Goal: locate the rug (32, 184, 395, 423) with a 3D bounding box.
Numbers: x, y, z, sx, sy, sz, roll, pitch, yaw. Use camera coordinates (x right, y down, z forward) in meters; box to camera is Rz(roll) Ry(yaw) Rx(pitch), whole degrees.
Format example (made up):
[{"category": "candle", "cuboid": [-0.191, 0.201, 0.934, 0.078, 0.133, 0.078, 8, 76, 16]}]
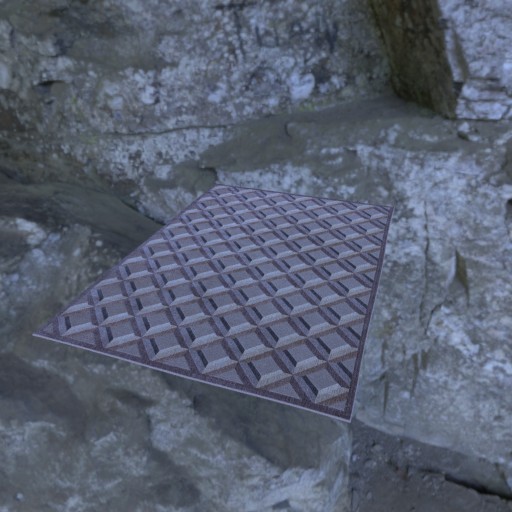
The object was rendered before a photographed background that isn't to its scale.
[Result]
[{"category": "rug", "cuboid": [0.000, 0.000, 2.918, 1.600, 0.013, 2.260, 10, 31, 17]}]
